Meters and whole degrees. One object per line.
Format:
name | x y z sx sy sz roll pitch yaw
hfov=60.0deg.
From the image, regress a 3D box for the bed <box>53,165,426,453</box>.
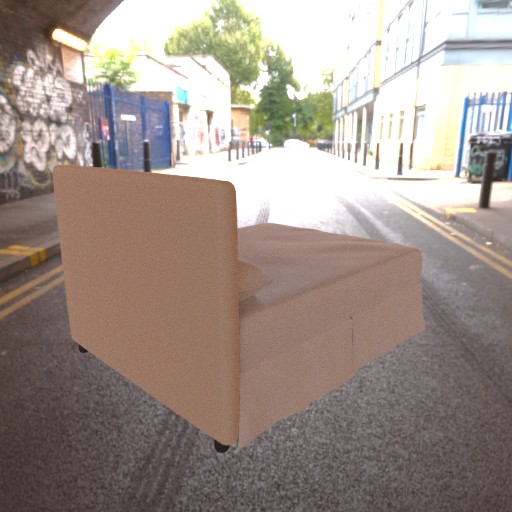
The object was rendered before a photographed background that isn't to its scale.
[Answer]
bed | 0.000 0.000 3.218 1.748 1.330 2.142 14 20 42
